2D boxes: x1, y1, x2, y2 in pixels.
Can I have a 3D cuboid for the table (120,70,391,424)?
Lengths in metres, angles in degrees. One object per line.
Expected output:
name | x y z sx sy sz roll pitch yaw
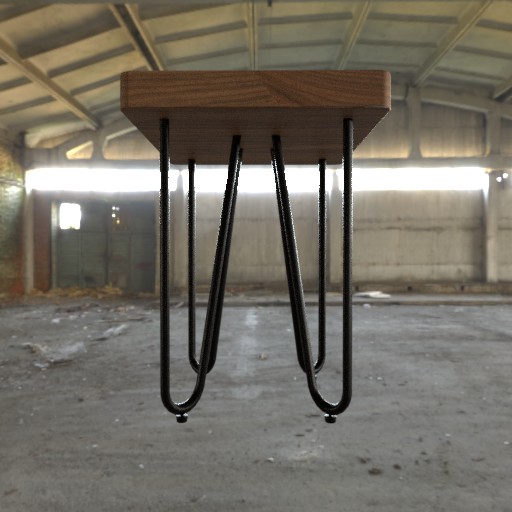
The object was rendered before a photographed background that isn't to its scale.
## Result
table | 0.000 0.000 1.003 0.480 0.641 0.479 0 0 0
